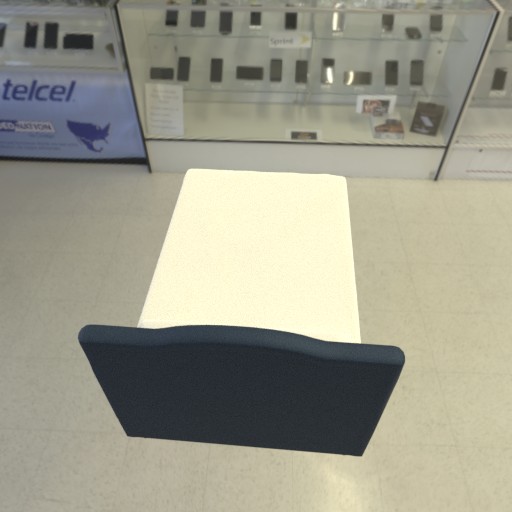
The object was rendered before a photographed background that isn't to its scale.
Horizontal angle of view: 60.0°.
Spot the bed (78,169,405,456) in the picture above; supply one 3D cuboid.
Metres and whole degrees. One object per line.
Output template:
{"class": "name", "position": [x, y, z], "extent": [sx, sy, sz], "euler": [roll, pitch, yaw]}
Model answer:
{"class": "bed", "position": [0.000, 0.000, 3.538], "extent": [1.741, 1.441, 2.507], "euler": [4, 47, 3]}
